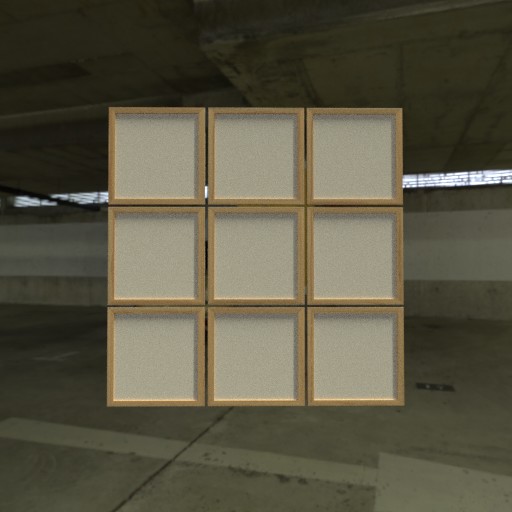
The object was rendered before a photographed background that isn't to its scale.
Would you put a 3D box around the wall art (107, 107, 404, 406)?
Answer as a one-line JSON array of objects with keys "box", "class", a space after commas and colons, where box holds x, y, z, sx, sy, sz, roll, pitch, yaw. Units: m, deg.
[{"box": [0.000, 0.000, 1.363, 0.904, 0.913, 0.013, 0, -1, -1], "class": "wall art"}]
